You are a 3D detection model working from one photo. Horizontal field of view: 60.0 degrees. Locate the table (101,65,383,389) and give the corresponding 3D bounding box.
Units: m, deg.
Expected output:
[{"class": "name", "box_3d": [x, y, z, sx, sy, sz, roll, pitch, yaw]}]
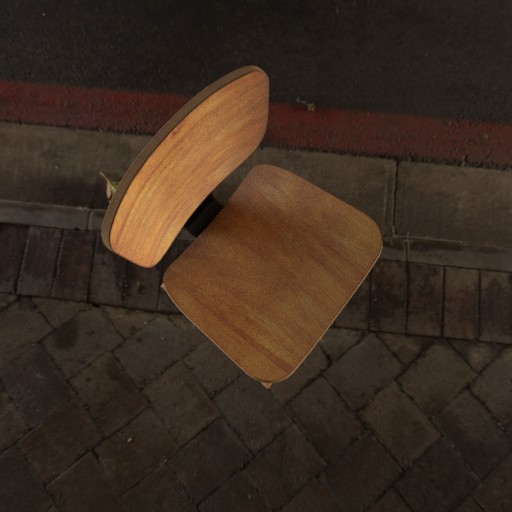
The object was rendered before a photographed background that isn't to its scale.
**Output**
[{"class": "table", "box_3d": [0.000, 0.000, 1.127, 0.500, 0.805, 0.499, 37, 79, 8]}]
